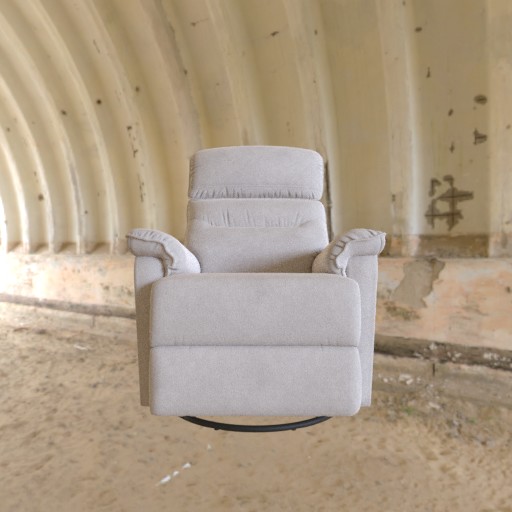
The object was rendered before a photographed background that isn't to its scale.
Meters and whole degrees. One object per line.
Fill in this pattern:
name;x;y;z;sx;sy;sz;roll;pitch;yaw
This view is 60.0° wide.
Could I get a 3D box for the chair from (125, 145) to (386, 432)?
chair;0.000;0.000;1.736;0.820;1.039;1.001;0;1;0
